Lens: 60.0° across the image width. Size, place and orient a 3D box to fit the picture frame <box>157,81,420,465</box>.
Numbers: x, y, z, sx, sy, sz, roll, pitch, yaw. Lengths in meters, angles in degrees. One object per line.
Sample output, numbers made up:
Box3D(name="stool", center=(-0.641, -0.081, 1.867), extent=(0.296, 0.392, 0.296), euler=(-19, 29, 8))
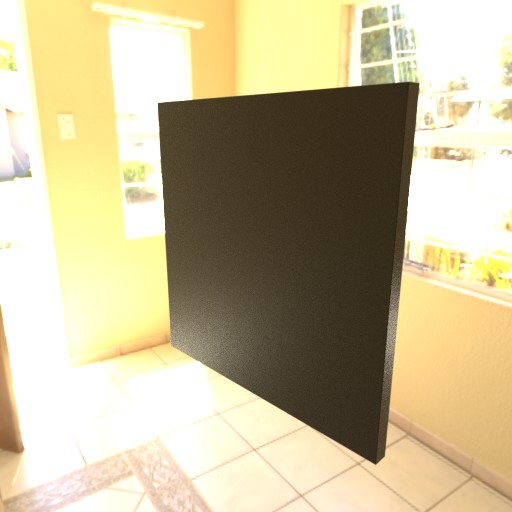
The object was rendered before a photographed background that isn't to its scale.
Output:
Box3D(name="picture frame", center=(0.000, 0.000, 0.814), extent=(0.029, 0.557, 0.559), euler=(-15, 21, -42))
